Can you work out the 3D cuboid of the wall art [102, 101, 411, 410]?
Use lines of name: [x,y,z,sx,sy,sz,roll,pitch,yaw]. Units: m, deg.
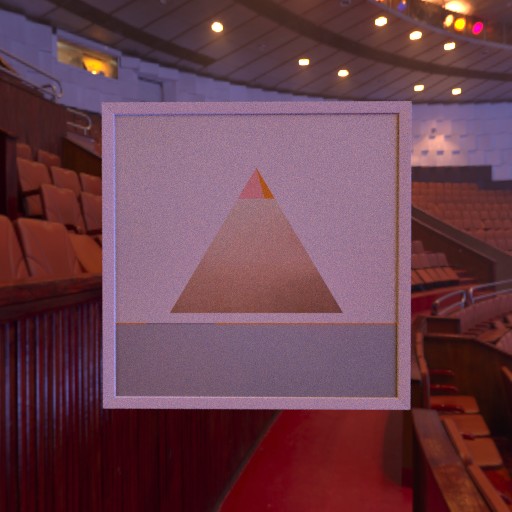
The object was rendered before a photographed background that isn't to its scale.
wall art: [0.000,0.000,1.123,0.768,0.765,0.041,0,1,1]
